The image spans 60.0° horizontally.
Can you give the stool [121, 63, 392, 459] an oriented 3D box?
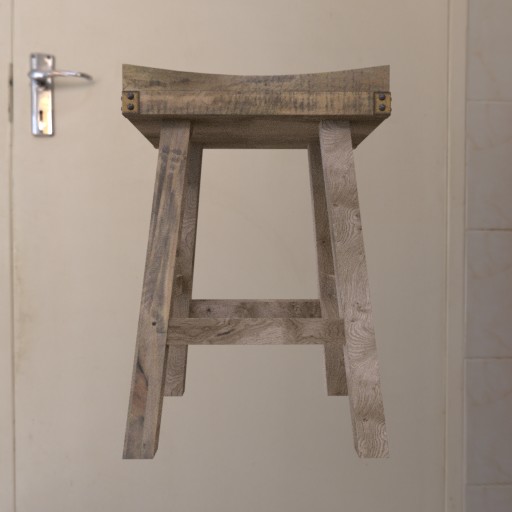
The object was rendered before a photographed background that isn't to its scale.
[{"bbox_3d":[0.000,0.000,0.860,0.450,0.635,0.330,0,1,-1],"label":"stool"}]
